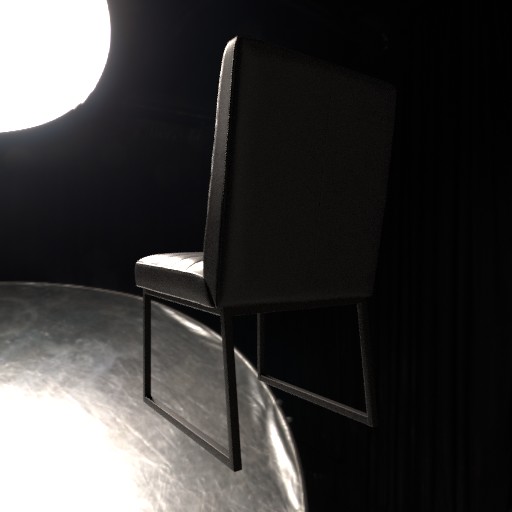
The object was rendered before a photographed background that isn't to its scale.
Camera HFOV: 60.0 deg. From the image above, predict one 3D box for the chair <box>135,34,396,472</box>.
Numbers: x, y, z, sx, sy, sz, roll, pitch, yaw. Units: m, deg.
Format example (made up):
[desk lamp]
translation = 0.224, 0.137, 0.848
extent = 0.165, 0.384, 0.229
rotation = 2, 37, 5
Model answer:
[chair]
translation = 0.000, 0.000, 1.293
extent = 0.520, 0.930, 0.634
rotation = 0, 0, -34
